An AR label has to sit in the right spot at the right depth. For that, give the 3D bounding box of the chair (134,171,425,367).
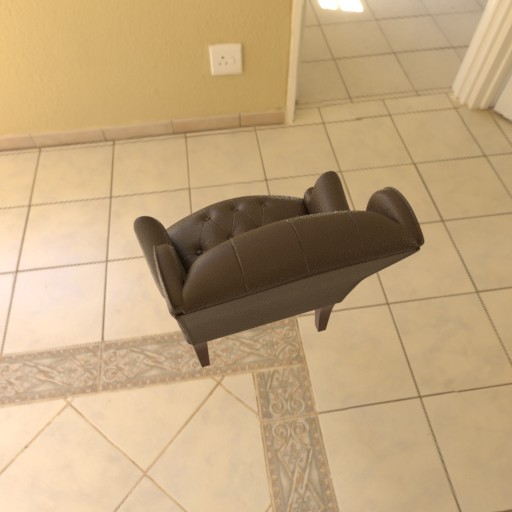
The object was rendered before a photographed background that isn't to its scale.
[{"bbox_3d":[0.000,0.000,1.693,0.829,1.132,0.819,-15,58,-10],"label":"chair"}]
